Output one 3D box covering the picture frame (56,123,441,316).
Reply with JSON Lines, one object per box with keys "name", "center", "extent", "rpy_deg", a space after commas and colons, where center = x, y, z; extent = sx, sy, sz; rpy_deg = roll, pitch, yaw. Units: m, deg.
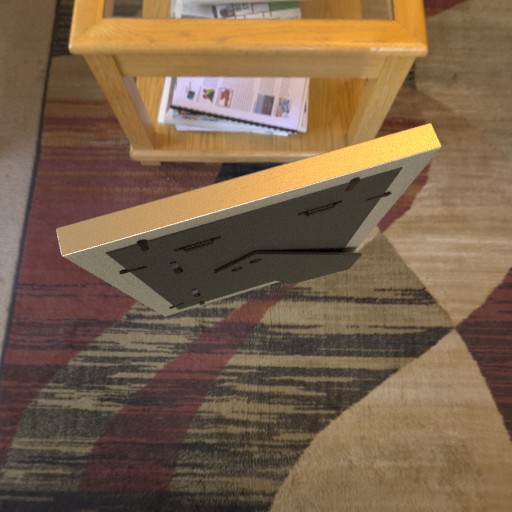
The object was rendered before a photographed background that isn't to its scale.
{"name": "picture frame", "center": [0.000, 0.000, 0.531], "extent": [0.307, 0.386, 0.036], "rpy_deg": [-17, 76, -4]}
